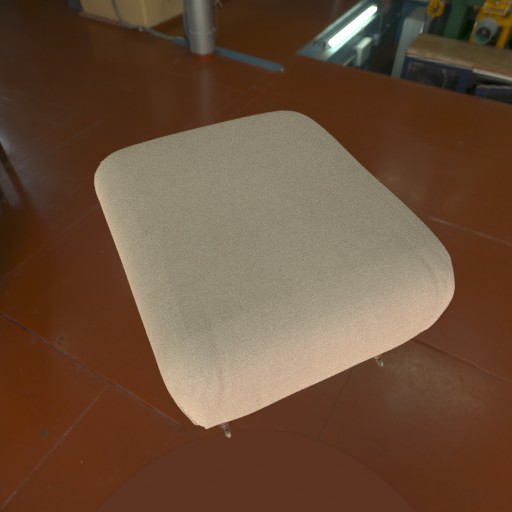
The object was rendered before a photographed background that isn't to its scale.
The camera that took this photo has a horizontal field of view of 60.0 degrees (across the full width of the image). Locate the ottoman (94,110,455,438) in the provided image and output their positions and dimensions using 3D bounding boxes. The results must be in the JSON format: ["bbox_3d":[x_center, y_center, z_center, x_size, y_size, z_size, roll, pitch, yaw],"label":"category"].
[{"bbox_3d":[0.000,0.000,1.135,0.639,0.450,0.746,-19,50,-17],"label":"ottoman"}]
